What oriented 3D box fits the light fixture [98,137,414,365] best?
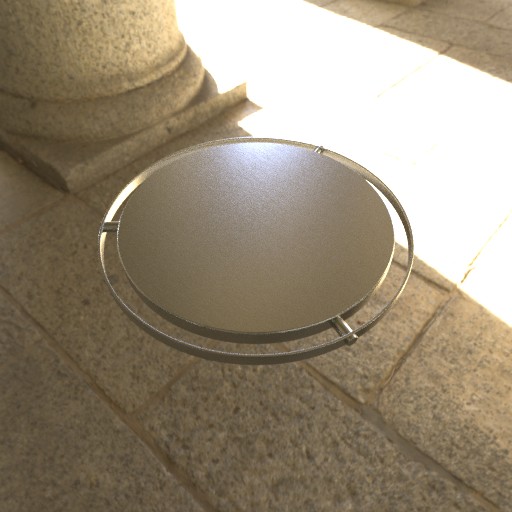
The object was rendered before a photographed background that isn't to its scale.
[{"bbox_3d":[0.000,0.000,0.564,0.361,0.130,0.361,0,47,0],"label":"light fixture"}]
